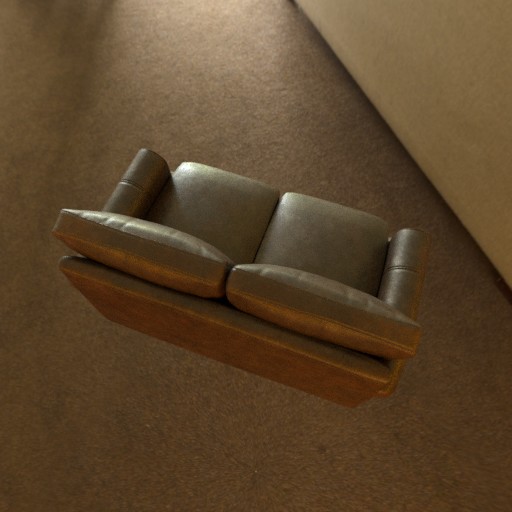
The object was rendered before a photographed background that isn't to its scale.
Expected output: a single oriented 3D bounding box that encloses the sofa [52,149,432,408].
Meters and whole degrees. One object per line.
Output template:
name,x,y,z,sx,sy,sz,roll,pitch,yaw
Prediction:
sofa,0.000,0.000,2.242,1.616,0.976,0.990,18,65,8
